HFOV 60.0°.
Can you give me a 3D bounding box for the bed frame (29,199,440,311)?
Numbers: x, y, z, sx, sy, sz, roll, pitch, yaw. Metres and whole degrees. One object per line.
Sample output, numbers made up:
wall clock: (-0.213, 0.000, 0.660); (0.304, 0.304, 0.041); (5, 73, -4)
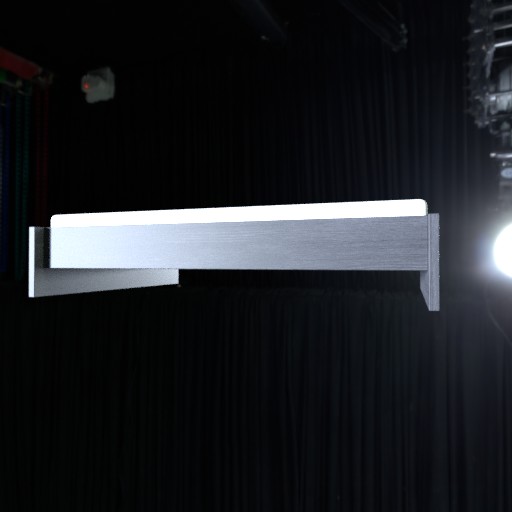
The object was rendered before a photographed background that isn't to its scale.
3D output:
bed frame: (0.000, 0.000, 2.659); (1.950, 0.432, 1.490); (0, -1, 19)
